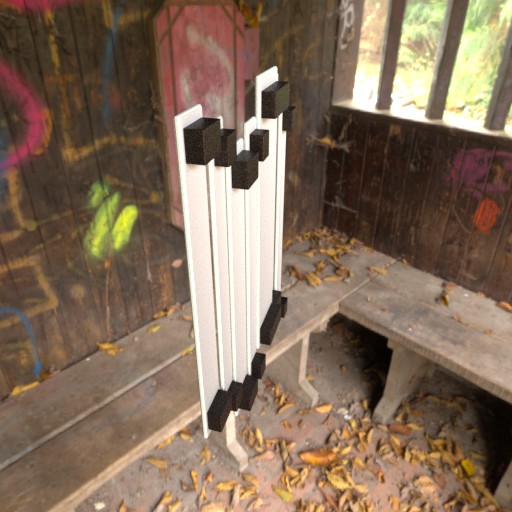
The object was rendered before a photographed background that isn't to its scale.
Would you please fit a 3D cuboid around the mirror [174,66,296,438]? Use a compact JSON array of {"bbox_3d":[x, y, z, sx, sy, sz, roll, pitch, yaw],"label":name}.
[{"bbox_3d":[0.000,0.000,0.804,0.058,0.611,0.445,8,32,14],"label":"mirror"}]
